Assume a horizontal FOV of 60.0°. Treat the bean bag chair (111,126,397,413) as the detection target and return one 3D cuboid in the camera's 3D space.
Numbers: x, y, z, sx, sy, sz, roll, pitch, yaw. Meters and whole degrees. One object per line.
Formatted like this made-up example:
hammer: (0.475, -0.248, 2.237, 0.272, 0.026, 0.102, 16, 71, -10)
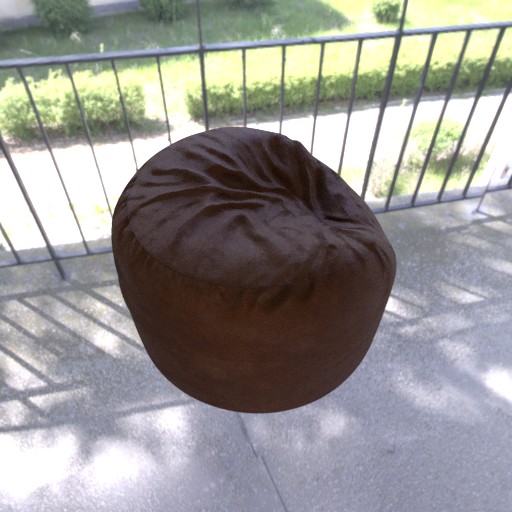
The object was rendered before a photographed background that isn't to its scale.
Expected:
bean bag chair: (0.000, 0.000, 1.525, 0.918, 0.616, 0.918, 0, 46, 0)
